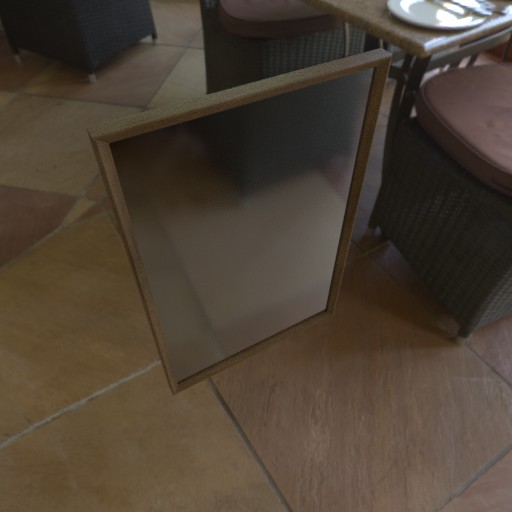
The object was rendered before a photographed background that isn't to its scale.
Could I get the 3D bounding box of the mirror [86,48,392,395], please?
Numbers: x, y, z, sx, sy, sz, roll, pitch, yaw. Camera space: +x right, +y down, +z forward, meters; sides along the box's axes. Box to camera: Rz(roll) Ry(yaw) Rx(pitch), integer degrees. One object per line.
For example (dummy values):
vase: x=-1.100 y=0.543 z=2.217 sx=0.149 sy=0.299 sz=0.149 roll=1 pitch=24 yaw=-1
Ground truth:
mirror: x=0.000 y=0.000 z=1.141 sx=0.609 sy=0.915 sz=0.041 roll=-23 pitch=52 yaw=-19
